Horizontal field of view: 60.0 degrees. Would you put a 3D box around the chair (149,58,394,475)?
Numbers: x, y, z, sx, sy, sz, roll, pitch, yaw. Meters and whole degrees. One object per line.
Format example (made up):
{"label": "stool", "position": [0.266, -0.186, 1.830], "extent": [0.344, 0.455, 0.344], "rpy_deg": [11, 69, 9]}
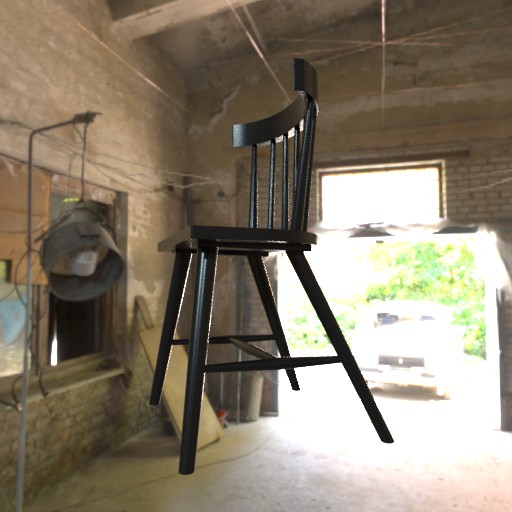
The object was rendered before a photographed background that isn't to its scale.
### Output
{"label": "chair", "position": [0.000, 0.000, 1.157], "extent": [0.483, 0.844, 0.506], "rpy_deg": [1, -3, -20]}
